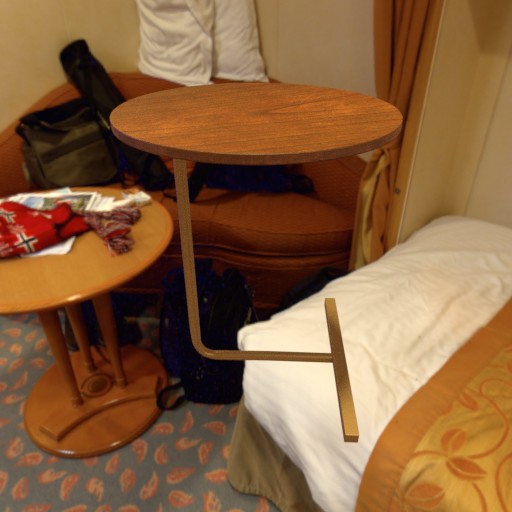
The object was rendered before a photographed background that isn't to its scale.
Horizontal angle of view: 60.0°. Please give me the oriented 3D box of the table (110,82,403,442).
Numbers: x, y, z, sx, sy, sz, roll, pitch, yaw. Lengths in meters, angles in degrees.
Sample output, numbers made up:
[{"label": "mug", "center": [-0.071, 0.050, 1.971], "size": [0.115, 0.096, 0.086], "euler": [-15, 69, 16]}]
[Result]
[{"label": "table", "center": [0.000, 0.000, 1.090], "size": [0.577, 0.706, 0.530], "euler": [1, 32, 2]}]
